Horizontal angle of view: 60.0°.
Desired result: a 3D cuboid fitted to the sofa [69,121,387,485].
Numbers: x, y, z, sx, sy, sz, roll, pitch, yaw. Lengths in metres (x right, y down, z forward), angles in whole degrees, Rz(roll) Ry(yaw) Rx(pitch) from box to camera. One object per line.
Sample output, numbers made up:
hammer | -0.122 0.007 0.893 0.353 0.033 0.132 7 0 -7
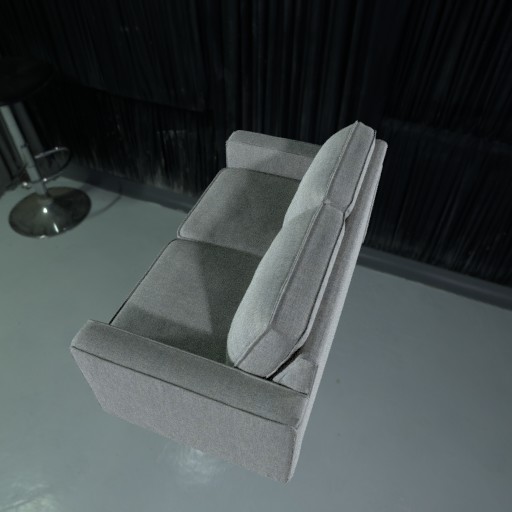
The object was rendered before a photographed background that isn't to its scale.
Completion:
sofa | 0.000 0.000 2.217 0.945 0.915 1.706 15 48 14
